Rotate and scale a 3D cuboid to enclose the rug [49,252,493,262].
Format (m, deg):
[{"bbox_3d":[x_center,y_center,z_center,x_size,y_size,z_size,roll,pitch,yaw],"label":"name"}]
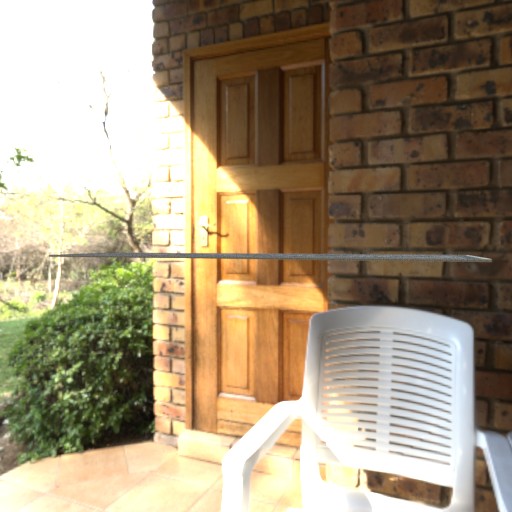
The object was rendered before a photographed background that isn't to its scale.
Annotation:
[{"bbox_3d":[0.000,0.000,2.524,2.297,0.013,0.661,1,2,17],"label":"rug"}]
